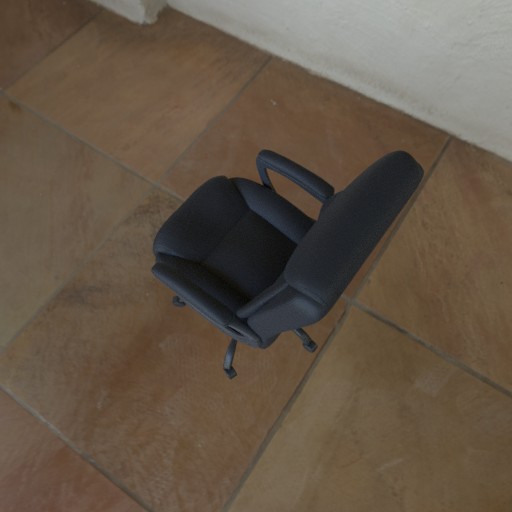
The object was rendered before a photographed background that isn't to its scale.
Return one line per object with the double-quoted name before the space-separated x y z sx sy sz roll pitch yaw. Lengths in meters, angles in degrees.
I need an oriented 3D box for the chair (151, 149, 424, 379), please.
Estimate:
"chair" 0.000 0.000 1.460 0.655 1.072 0.615 34 69 15
